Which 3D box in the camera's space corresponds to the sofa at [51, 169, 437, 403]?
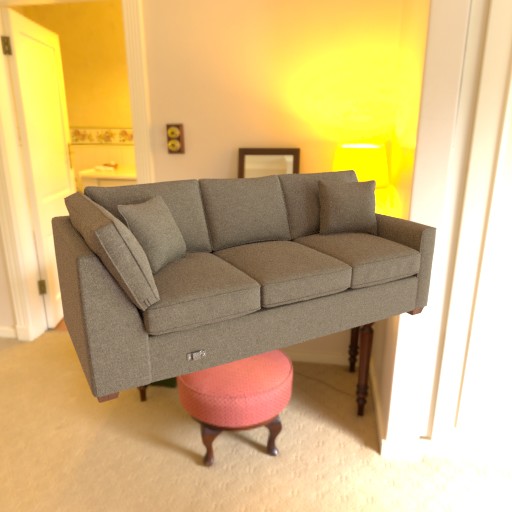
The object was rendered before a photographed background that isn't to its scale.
[{"bbox_3d":[0.000,0.000,2.912,2.317,0.962,1.061,-9,19,-28],"label":"sofa"}]
